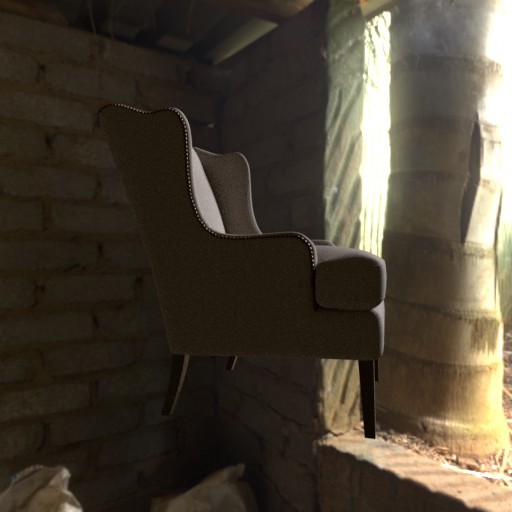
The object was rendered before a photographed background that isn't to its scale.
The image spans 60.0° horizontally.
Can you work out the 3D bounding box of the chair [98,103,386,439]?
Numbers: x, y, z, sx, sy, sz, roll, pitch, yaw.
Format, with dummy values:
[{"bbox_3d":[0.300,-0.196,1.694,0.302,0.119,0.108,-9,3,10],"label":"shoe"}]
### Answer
[{"bbox_3d":[0.000,0.000,1.665,0.940,1.029,0.737,0,0,16],"label":"chair"}]
